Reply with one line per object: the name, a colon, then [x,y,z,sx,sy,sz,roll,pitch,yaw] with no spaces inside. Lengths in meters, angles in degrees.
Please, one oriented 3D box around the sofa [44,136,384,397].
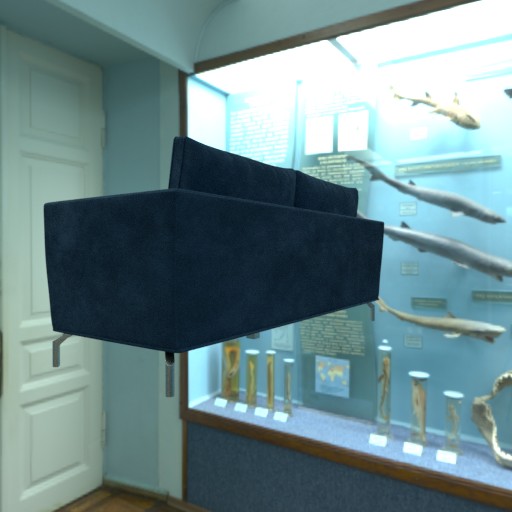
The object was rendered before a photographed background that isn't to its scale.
sofa: [0.000,0.000,2.677,0.853,0.998,2.212,0,1,35]
